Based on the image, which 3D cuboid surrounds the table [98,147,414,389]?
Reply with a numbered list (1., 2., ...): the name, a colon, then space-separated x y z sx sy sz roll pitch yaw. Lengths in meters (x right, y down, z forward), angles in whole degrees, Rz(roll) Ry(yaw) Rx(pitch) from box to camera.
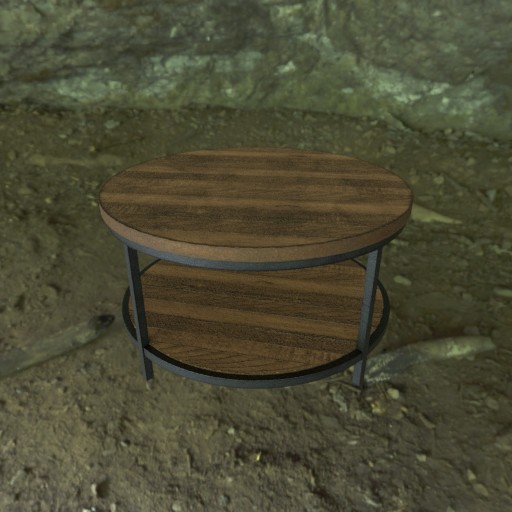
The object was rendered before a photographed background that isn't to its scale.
1. table: 0.000 0.000 1.339 0.837 0.462 0.837 0 27 0
